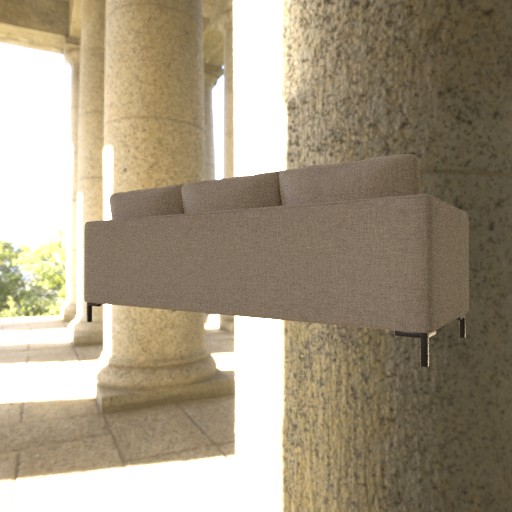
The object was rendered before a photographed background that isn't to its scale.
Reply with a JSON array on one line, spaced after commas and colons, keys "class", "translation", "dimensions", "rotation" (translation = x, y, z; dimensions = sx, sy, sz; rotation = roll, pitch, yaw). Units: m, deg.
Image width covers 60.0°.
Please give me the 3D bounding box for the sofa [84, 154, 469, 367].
[{"class": "sofa", "translation": [0.000, 0.000, 2.667], "dimensions": [2.218, 0.874, 0.859], "rotation": [0, -1, 35]}]
